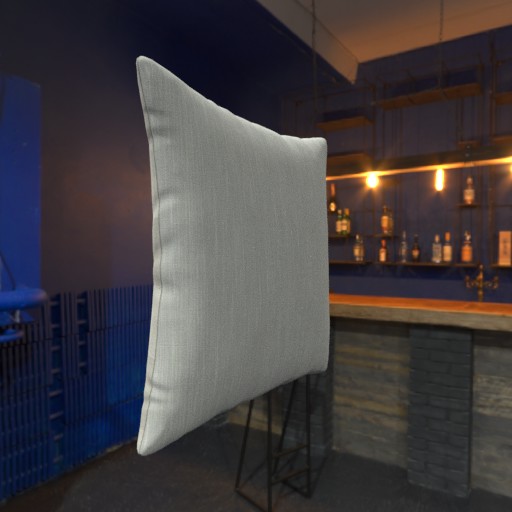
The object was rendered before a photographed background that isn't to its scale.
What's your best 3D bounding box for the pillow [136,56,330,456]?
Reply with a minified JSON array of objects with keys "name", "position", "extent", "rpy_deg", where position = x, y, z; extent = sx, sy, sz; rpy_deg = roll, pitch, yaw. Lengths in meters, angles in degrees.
[{"name":"pillow","position":[0.000,0.000,0.766],"extent":[0.161,0.509,0.511],"rpy_deg":[0,1,35]}]
